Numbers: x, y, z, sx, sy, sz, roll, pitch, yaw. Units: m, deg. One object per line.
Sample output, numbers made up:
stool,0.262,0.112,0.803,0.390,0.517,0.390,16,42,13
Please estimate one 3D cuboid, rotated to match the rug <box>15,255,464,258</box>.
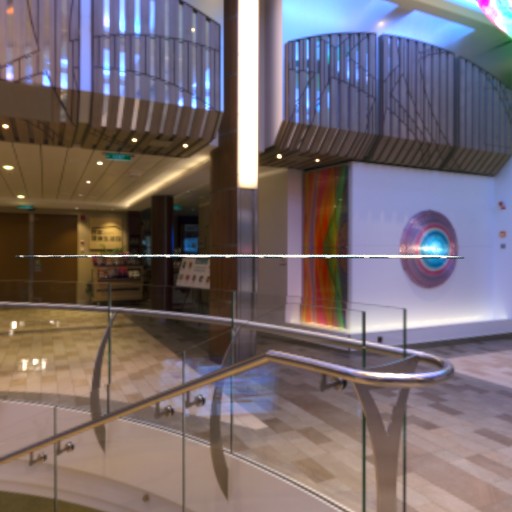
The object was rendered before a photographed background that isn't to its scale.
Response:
rug,0.000,0.000,4.239,3.353,0.010,2.438,0,0,18
